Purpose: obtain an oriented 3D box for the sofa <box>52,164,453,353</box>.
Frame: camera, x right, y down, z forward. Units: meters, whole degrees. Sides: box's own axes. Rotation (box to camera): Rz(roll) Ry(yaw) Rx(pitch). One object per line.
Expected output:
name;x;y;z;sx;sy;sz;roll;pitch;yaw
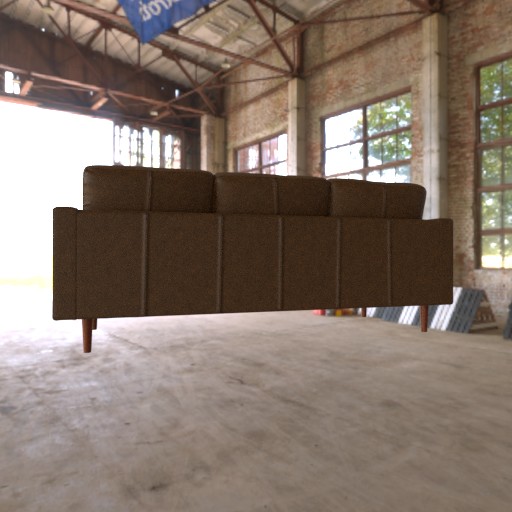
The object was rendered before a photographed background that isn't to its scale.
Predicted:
sofa;0.000;0.000;2.776;2.231;0.930;0.903;0;0;-18
